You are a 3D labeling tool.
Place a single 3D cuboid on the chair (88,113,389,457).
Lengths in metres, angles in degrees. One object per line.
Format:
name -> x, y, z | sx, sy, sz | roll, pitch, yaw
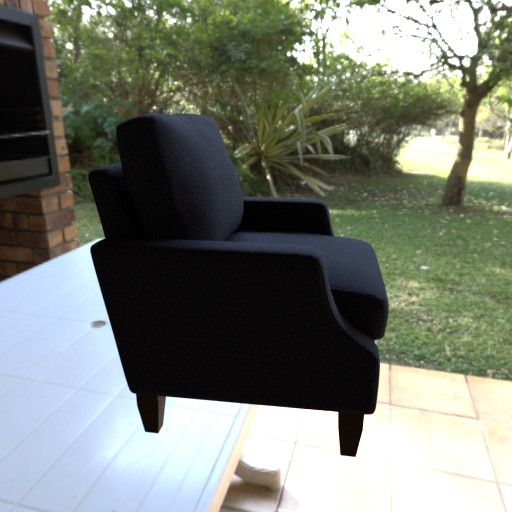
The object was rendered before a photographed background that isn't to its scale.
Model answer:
chair -> 0.000, 0.000, 1.618 | 0.897, 0.991, 0.855 | 3, 18, 9
